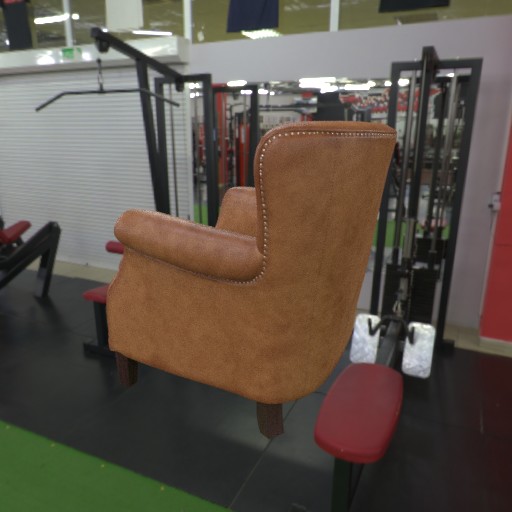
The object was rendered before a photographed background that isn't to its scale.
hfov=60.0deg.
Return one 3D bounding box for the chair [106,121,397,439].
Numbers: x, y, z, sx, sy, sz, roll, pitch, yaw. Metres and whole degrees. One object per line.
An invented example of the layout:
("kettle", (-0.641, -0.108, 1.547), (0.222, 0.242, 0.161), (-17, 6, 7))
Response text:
("chair", (0.000, 0.000, 1.632), (0.921, 0.936, 0.861), (8, 17, 26))
